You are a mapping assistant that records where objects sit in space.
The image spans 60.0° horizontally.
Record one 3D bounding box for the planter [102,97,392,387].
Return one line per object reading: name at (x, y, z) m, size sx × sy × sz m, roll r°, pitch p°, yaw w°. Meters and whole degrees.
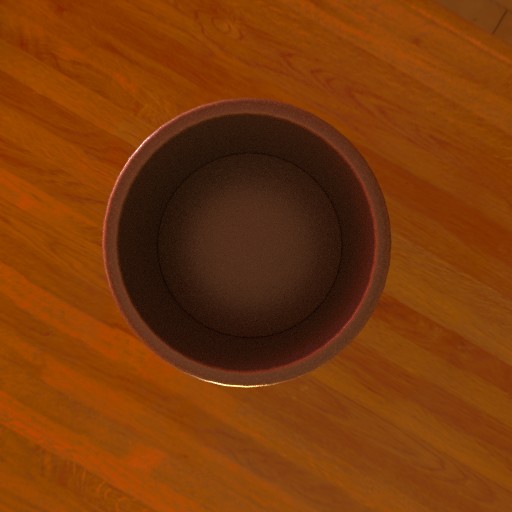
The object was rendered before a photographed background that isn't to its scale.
planter at (0.000, 0.000, 0.529) m, size 0.250 × 0.353 × 0.260 m, roll 0°, pitch 91°, yaw 0°
